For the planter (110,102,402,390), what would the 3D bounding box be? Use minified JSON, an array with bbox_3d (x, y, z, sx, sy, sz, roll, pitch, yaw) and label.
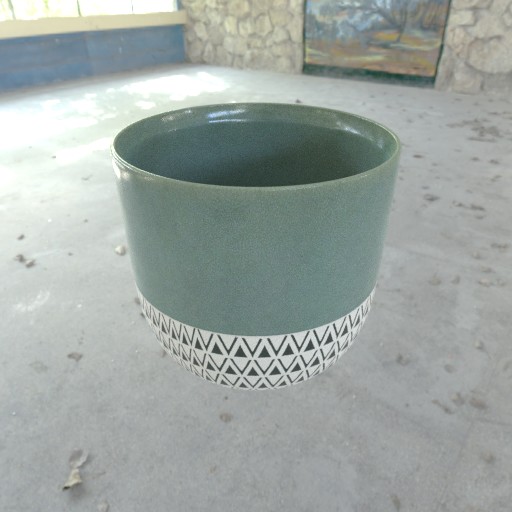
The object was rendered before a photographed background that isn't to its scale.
[{"bbox_3d":[0.000,0.000,0.488,0.266,0.270,0.266,0,31,0],"label":"planter"}]
